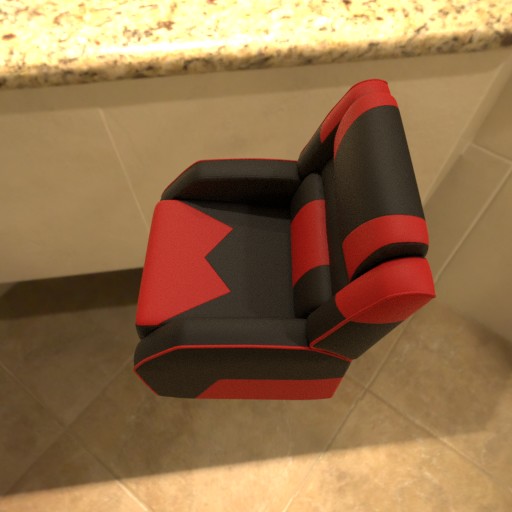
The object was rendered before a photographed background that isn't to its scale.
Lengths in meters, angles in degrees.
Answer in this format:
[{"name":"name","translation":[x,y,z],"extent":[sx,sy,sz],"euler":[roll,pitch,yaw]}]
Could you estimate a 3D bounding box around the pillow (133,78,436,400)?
[{"name":"pillow","translation":[0.000,0.000,1.263],"extent":[0.672,0.805,0.620],"euler":[1,58,0]}]
